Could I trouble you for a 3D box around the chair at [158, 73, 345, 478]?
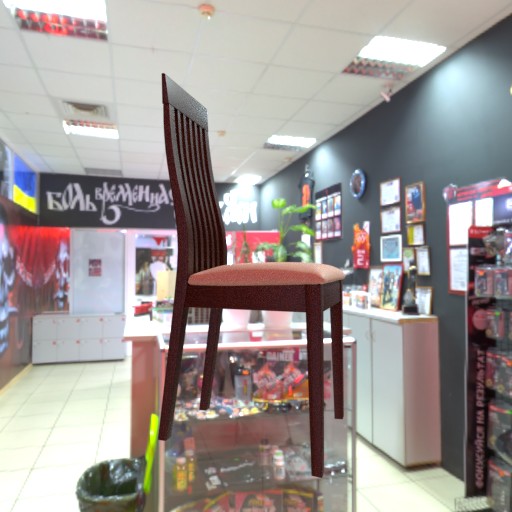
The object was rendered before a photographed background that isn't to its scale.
[{"bbox_3d":[0.000,0.000,1.301,0.474,1.027,0.460,0,-2,17],"label":"chair"}]
